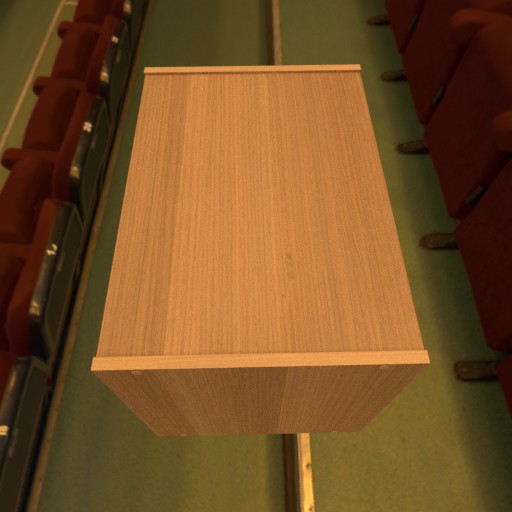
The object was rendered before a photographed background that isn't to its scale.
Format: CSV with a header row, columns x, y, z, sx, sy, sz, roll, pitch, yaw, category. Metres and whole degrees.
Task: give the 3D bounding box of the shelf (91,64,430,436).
x,y,z,sx,sy,sz,roll,pitch,yaw,category
0.000,0.000,0.617,0.290,0.305,0.415,-1,58,-1,shelf
